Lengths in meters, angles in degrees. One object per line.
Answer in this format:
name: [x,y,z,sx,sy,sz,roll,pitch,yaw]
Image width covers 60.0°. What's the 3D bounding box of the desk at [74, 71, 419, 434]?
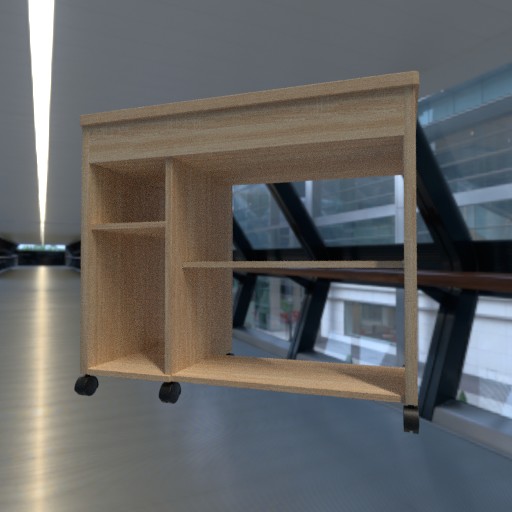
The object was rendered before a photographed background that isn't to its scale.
desk: [0.000,0.000,1.288,0.884,0.770,0.480,0,-1,19]
